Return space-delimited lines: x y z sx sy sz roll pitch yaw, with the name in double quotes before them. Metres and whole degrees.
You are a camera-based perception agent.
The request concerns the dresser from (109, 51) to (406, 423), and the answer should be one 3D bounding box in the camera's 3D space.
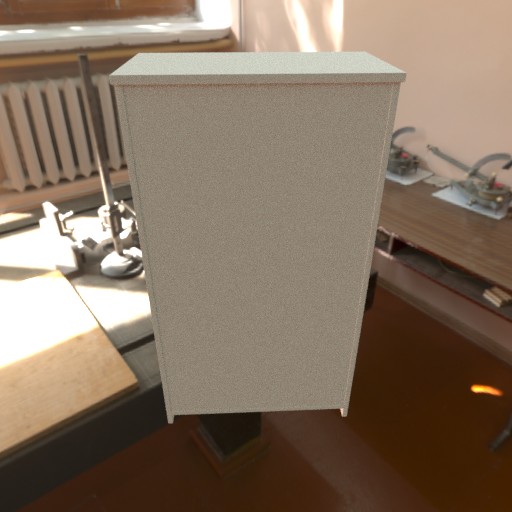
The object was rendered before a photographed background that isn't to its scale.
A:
"dresser" 0.000 0.000 1.545 0.704 1.255 0.399 -1 32 -2
